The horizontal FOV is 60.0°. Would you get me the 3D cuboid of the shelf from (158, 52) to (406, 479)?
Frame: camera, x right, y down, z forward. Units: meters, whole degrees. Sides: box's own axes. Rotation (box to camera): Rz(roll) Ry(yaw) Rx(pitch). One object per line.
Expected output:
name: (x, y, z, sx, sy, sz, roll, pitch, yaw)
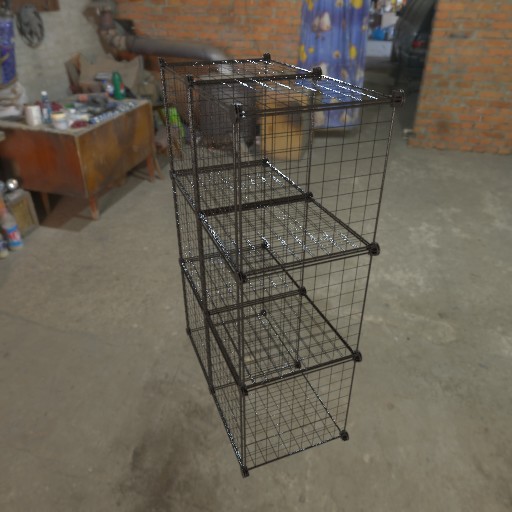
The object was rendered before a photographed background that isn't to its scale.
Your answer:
shelf: (0.000, 0.000, 1.369, 0.356, 1.067, 0.711, -11, 33, -18)
